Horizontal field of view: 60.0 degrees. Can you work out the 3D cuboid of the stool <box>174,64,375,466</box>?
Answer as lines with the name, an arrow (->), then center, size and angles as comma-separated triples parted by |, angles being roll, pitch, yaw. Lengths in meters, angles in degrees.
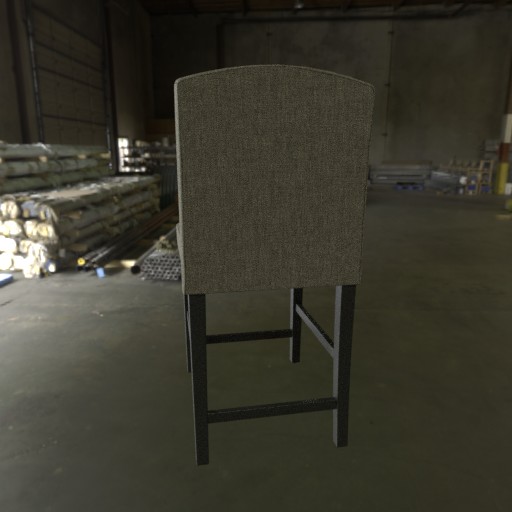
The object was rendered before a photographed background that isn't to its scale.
stool -> 0.000, 0.000, 1.307 | 0.451, 0.966, 0.552 | -3, 14, -11
